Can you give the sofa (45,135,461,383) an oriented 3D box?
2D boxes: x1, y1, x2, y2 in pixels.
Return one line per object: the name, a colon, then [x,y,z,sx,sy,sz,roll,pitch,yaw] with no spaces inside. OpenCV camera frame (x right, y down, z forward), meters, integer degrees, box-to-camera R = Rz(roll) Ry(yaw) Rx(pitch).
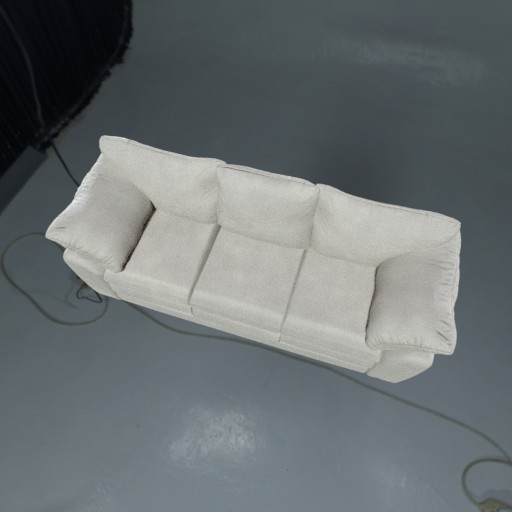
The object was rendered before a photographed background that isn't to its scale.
sofa: [0.000,0.000,2.815,2.334,0.996,0.878,15,59,9]
